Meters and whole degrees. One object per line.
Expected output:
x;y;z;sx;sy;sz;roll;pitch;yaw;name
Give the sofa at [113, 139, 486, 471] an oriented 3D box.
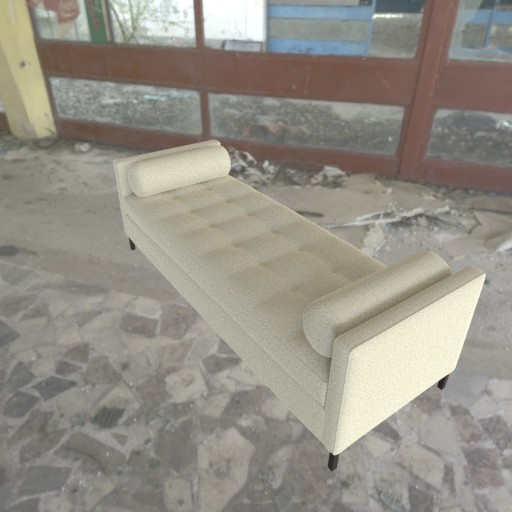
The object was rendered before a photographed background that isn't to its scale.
0.000;0.000;2.312;0.746;0.641;1.985;-21;38;-29;sofa
